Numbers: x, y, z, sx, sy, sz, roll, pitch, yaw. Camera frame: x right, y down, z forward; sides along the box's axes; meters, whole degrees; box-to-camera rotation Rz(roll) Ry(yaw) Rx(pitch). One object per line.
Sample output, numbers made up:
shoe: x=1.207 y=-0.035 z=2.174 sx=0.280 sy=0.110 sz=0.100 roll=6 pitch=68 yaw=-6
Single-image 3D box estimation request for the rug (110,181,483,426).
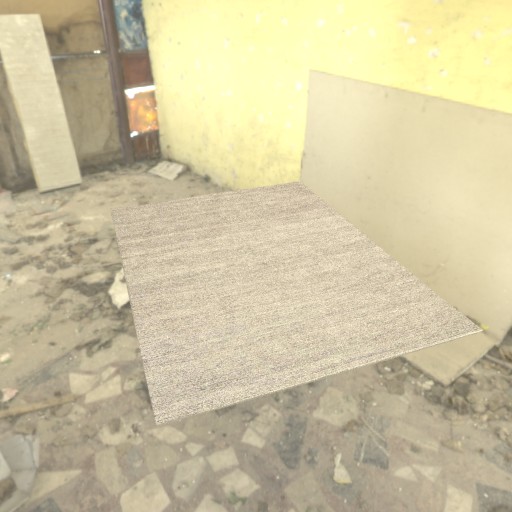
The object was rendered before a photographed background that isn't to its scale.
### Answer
rug: x=0.000 y=0.000 z=4.219 sx=2.434 sy=0.045 sz=3.202 roll=-11 pitch=33 yaw=-17
